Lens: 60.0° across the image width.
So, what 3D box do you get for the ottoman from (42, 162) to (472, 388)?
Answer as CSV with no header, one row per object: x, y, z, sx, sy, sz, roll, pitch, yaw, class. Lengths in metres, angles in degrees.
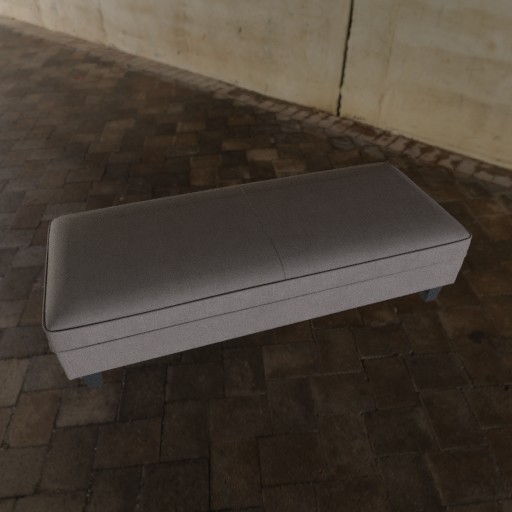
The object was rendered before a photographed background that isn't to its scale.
0.000,0.000,2.062,1.764,0.470,0.751,-12,42,-14,ottoman
